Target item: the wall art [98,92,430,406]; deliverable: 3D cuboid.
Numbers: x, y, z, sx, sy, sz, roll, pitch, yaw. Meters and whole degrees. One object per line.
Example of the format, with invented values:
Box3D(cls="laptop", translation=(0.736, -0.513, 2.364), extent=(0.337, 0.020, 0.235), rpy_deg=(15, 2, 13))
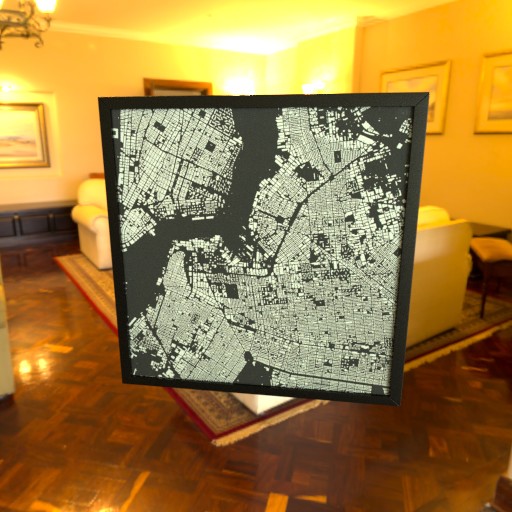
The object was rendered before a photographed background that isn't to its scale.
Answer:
Box3D(cls="wall art", translation=(0.000, 0.000, 1.112), extent=(0.755, 0.761, 0.038), rpy_deg=(2, 15, 8))
